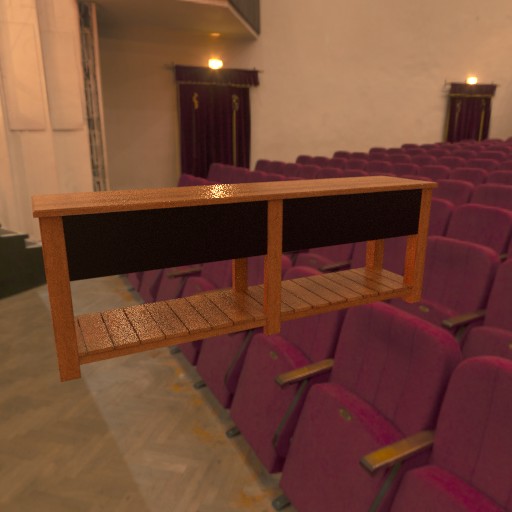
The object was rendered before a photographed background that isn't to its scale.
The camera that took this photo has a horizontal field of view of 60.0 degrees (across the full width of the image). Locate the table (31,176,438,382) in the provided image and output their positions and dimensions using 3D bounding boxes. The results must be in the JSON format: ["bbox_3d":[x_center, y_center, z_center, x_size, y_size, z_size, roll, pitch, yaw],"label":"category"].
[{"bbox_3d":[0.000,0.000,2.080,1.815,0.635,0.425,-8,17,-26],"label":"table"}]
